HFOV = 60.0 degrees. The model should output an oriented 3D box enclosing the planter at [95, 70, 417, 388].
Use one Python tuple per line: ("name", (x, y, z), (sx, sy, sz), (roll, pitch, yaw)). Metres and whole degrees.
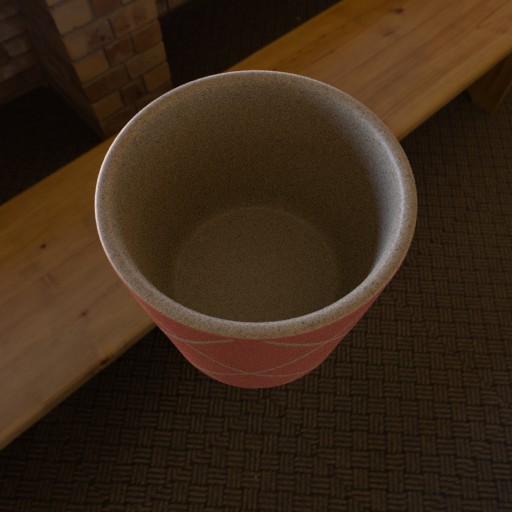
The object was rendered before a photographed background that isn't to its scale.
("planter", (0.000, 0.000, 0.419), (0.227, 0.235, 0.227), (0, 63, 0))
